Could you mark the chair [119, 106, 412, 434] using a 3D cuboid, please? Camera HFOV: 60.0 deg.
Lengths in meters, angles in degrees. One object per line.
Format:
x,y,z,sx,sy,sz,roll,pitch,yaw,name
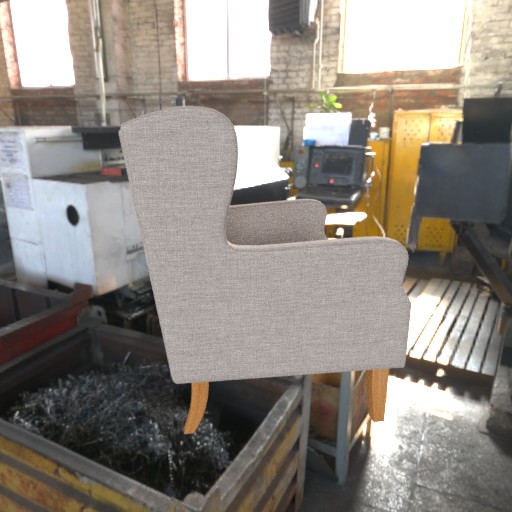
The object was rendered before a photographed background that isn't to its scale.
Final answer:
0.000,0.000,1.484,0.760,0.930,0.710,-3,17,-10,chair
